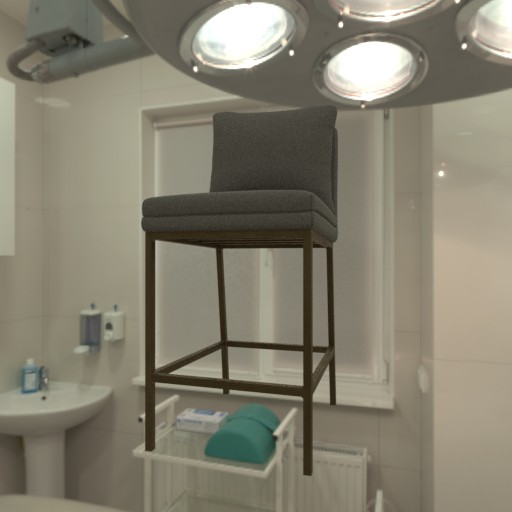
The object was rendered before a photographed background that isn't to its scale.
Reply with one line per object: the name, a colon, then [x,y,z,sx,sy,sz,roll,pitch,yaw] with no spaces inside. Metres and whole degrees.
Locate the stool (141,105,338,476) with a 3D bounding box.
stool: [0.000,0.000,1.359,0.463,1.030,0.569,0,0,18]
